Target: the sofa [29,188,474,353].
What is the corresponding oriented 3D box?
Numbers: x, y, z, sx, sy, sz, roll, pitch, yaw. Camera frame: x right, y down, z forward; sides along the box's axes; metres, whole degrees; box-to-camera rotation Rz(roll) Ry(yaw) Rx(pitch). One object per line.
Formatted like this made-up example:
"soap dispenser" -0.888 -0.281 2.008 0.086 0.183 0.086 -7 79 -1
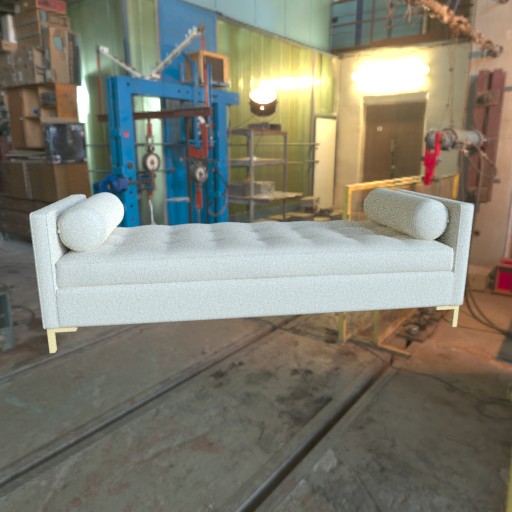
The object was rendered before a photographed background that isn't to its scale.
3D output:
"sofa" 0.000 0.000 2.350 1.985 0.641 0.746 -2 14 -8
